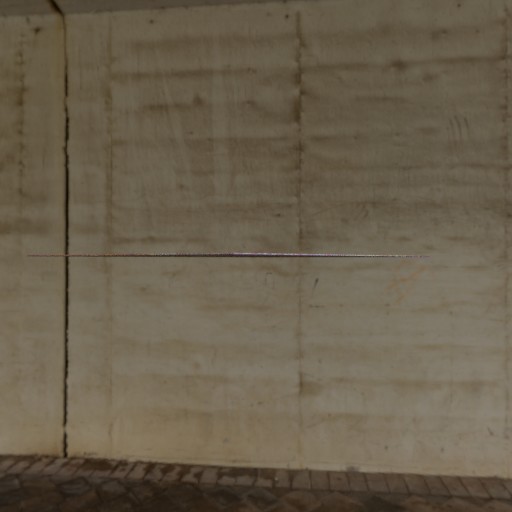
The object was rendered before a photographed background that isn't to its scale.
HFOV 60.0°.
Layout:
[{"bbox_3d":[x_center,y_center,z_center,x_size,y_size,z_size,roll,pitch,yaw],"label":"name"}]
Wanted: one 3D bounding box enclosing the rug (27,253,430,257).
[{"bbox_3d":[0.000,0.000,3.753,2.007,0.013,2.896,0,0,38],"label":"rug"}]
